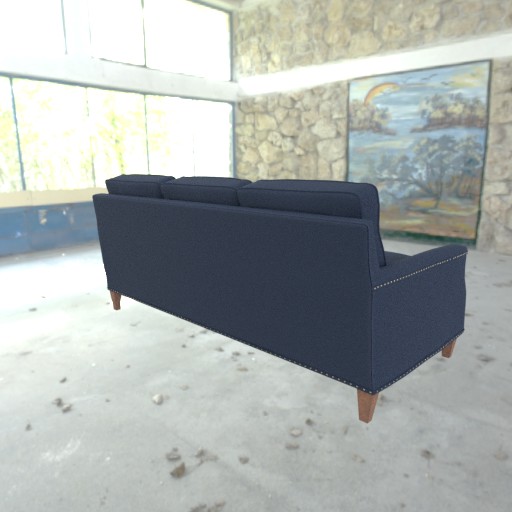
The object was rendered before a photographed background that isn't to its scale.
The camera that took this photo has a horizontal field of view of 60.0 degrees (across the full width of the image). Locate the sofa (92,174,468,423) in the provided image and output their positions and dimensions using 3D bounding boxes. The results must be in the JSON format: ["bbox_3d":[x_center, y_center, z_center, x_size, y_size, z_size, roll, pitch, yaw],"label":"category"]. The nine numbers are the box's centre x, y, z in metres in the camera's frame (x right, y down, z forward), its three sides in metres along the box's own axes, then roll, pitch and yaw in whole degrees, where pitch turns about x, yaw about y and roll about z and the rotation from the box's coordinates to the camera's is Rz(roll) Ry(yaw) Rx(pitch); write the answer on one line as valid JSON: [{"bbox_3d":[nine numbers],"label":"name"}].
[{"bbox_3d":[0.000,0.000,2.793,2.246,1.003,1.084,11,16,43],"label":"sofa"}]
